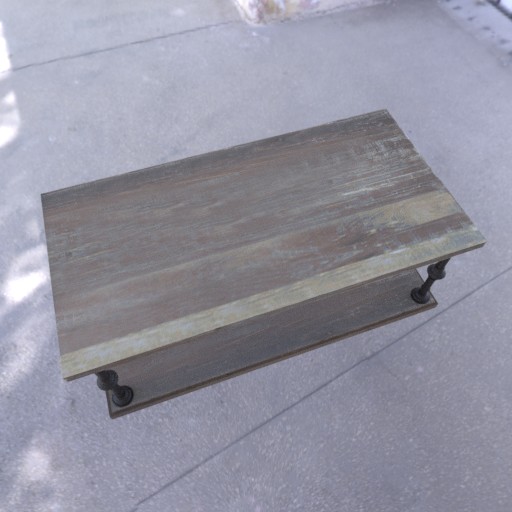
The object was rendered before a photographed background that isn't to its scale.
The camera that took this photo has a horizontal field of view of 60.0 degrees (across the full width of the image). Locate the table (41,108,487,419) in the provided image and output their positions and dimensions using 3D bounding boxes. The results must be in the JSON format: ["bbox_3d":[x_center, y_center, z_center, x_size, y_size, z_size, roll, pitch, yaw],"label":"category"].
[{"bbox_3d":[0.000,0.000,1.370,1.088,0.399,0.554,-17,59,-10],"label":"table"}]
